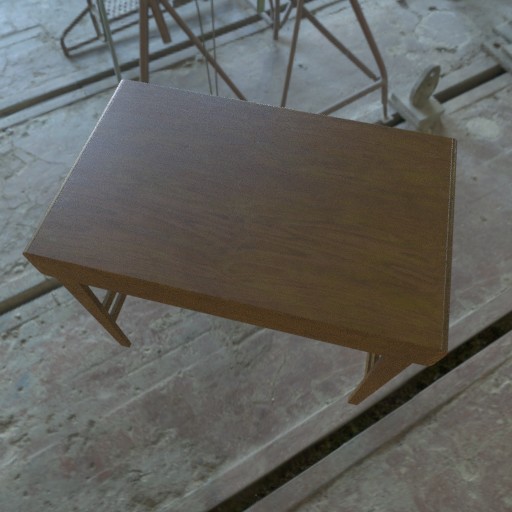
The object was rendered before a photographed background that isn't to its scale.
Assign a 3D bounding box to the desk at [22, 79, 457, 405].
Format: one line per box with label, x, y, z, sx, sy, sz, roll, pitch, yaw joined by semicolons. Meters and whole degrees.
desk;0.000;0.000;1.543;1.066;0.754;0.660;12;62;7
